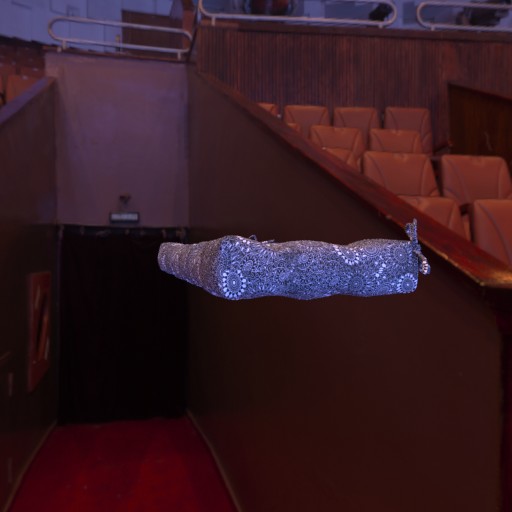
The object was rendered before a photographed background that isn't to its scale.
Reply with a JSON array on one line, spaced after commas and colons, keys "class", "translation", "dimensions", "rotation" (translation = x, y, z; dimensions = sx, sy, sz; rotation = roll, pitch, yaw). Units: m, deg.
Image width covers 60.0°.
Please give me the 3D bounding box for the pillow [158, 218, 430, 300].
[{"class": "pillow", "translation": [0.000, 0.000, 1.399], "dimensions": [0.511, 0.174, 1.194], "rotation": [0, 1, -18]}]
